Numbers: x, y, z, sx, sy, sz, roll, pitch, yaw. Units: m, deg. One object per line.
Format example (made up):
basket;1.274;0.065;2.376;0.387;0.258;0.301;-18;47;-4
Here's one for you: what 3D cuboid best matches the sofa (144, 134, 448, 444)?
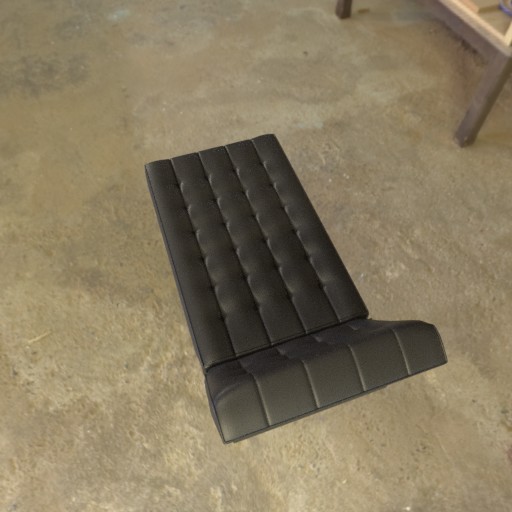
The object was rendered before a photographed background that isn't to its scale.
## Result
sofa;0.000;0.000;2.010;0.760;0.820;1.560;-16;59;-10
